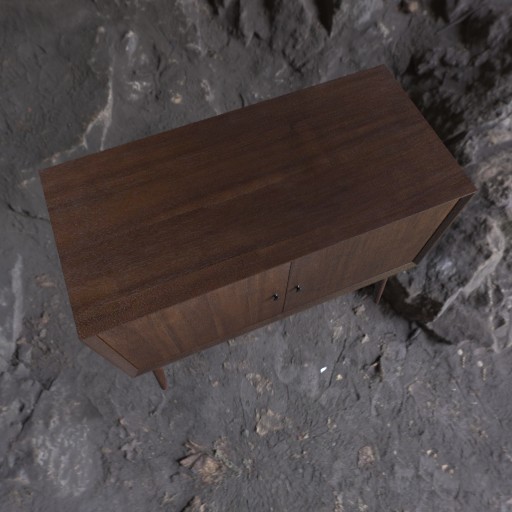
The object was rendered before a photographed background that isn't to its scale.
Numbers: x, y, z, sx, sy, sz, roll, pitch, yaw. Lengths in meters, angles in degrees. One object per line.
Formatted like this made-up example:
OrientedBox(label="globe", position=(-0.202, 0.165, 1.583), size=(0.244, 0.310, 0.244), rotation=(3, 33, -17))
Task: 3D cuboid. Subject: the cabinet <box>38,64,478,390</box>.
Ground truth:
OrientedBox(label="cabinet", position=(0.000, 0.000, 1.122), size=(0.743, 0.654, 0.354), rotation=(-20, 66, -9))
